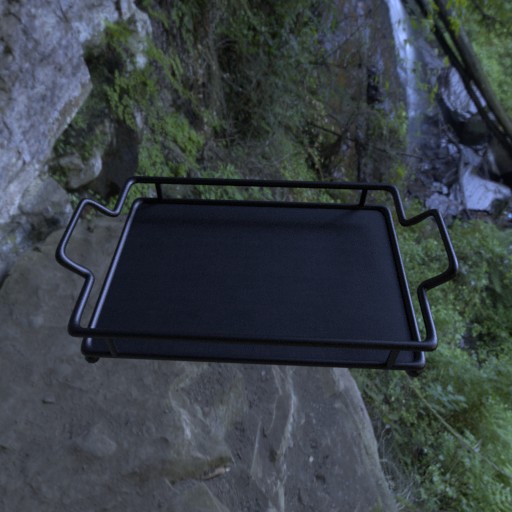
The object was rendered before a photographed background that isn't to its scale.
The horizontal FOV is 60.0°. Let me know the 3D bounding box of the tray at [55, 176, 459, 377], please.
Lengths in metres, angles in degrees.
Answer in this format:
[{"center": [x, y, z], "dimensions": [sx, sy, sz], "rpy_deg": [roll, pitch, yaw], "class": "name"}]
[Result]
[{"center": [0.000, 0.000, 0.606], "dimensions": [0.495, 0.101, 0.297], "rpy_deg": [2, 47, 2], "class": "tray"}]
